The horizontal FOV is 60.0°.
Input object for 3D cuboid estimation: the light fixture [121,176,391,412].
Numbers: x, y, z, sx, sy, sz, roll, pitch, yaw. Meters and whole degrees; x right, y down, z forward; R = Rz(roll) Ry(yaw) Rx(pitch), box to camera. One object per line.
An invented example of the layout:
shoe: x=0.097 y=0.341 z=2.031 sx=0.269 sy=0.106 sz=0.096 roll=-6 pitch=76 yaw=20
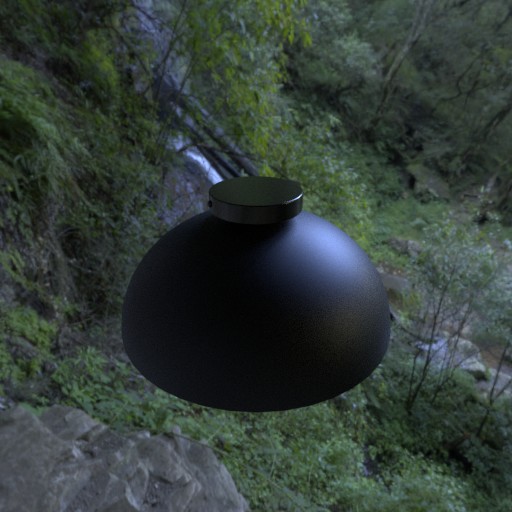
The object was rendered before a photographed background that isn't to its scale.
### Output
light fixture: x=0.000 y=0.000 z=0.568 sx=0.355 sy=0.177 sz=0.355 roll=0 pitch=27 yaw=0
